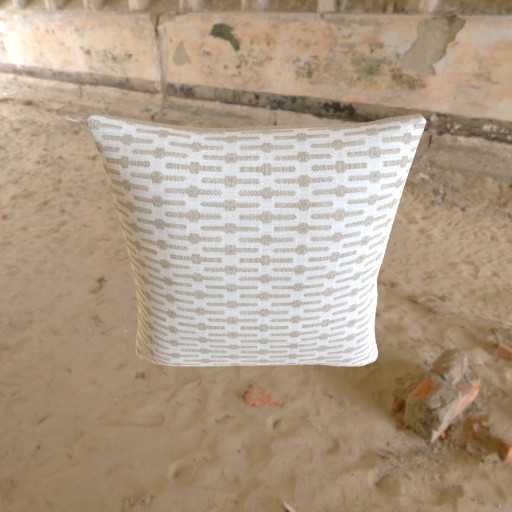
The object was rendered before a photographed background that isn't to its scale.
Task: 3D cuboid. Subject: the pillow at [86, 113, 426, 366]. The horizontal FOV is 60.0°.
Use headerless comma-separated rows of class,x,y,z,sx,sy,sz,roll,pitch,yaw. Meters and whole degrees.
pillow,0.000,0.000,0.781,0.496,0.491,0.219,0,30,0
